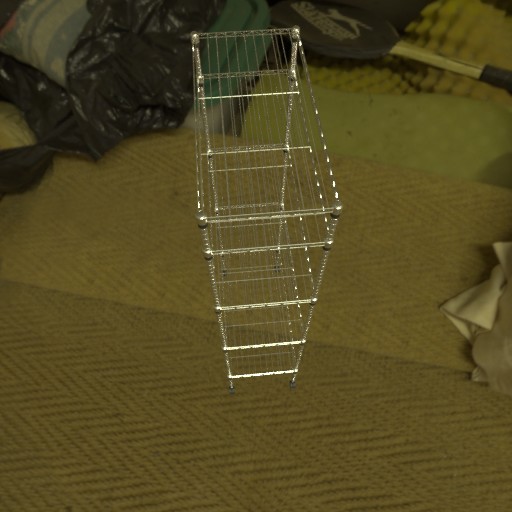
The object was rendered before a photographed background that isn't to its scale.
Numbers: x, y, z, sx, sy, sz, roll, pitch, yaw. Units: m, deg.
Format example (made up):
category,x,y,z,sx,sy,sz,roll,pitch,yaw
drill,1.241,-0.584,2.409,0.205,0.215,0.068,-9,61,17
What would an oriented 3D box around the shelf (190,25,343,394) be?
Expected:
category,x,y,z,sx,sy,sz,roll,pitch,yaw
shelf,0.000,0.000,1.910,0.356,1.587,0.762,-5,59,-3
